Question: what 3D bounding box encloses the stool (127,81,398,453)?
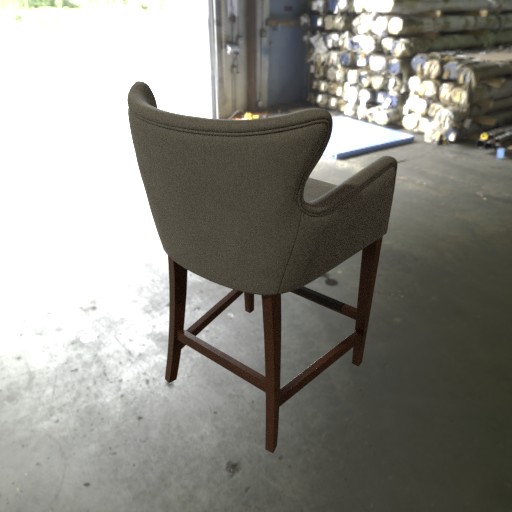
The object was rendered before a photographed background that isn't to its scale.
[{"bbox_3d":[0.000,0.000,1.301,0.575,0.951,0.575,22,37,33],"label":"stool"}]
